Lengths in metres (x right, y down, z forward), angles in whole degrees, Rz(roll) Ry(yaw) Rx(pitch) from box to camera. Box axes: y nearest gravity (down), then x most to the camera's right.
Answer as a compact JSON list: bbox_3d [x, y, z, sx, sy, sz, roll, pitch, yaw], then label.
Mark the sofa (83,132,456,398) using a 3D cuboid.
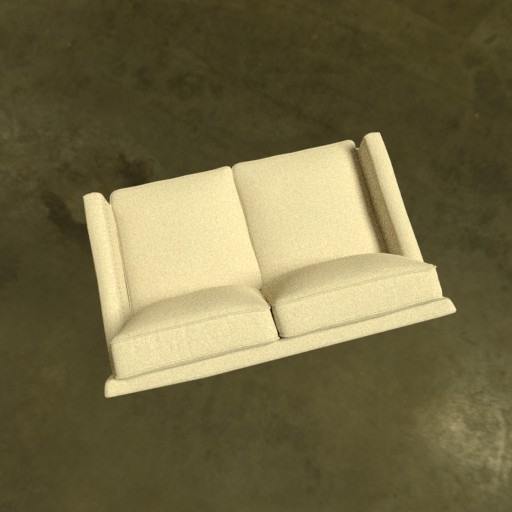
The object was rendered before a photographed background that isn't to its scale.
[{"bbox_3d":[0.000,0.000,2.299,1.597,1.003,1.084,-13,75,-3],"label":"sofa"}]
